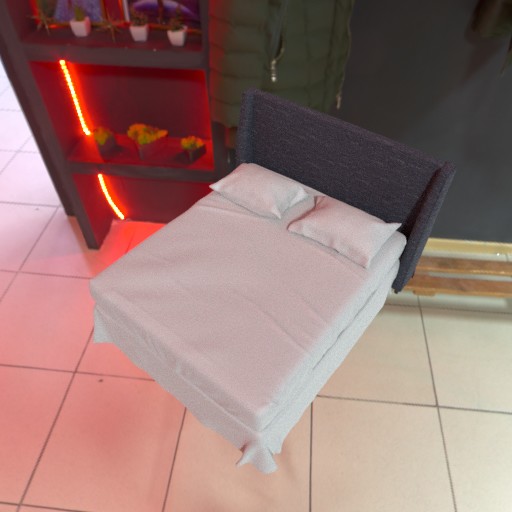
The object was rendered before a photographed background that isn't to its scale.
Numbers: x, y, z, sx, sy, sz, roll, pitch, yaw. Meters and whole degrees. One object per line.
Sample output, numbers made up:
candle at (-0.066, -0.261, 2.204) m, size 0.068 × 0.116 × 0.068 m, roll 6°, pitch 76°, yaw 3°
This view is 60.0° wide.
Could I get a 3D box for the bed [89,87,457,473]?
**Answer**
bed at (0.000, 0.000, 3.445) m, size 1.925 × 1.332 × 2.276 m, roll 30°, pitch 54°, yaw 25°
